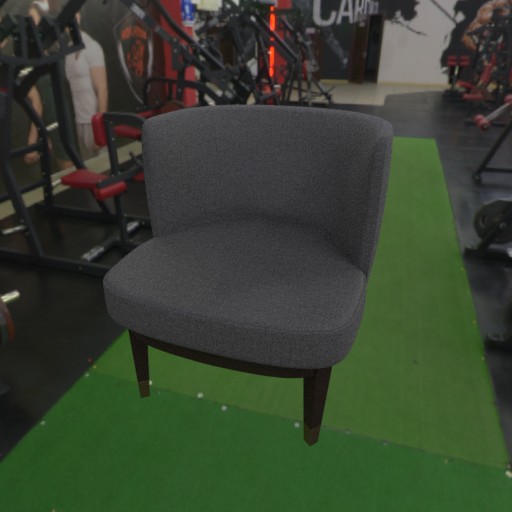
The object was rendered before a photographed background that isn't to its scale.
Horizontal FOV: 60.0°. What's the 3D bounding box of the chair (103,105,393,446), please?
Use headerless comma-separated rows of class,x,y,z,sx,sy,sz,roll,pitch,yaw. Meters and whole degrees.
chair,0.000,0.000,1.224,0.639,0.695,0.698,9,29,17
